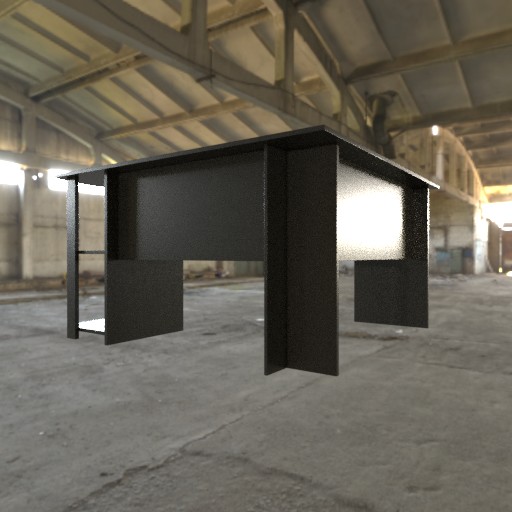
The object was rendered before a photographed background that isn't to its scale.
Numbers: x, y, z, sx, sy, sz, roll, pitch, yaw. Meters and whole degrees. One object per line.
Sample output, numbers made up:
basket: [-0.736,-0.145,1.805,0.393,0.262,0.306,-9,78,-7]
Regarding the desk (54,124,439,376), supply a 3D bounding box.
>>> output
desk: [0.000,0.000,2.111,1.361,0.716,1.303,0,0,35]
